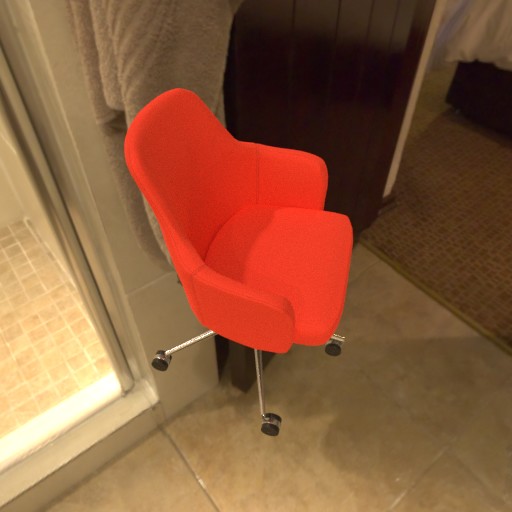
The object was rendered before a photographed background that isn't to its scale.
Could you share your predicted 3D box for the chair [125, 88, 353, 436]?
[{"bbox_3d":[0.000,0.000,1.262,0.600,0.820,0.655,10,47,10],"label":"chair"}]
